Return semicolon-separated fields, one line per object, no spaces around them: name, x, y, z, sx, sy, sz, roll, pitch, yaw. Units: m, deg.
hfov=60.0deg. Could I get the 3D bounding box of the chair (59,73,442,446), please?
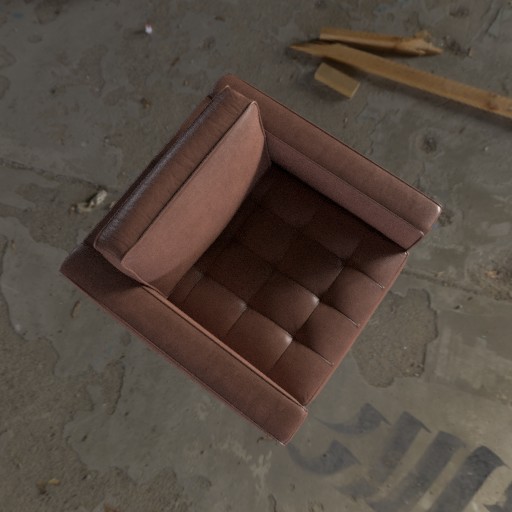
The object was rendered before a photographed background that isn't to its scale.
chair;0.000;0.000;1.559;0.900;0.770;0.920;35;79;8
